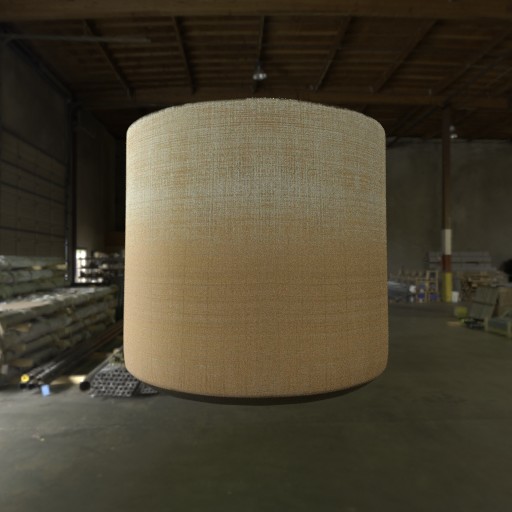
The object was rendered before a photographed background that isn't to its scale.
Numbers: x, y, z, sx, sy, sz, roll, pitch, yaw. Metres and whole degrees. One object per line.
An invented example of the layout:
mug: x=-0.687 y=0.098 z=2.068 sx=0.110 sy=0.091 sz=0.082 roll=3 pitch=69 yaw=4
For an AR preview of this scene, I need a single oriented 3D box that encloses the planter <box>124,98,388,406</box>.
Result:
planter: x=0.000 y=0.000 z=0.386 sx=0.221 sy=0.201 sz=0.221 roll=0 pitch=0 yaw=0
